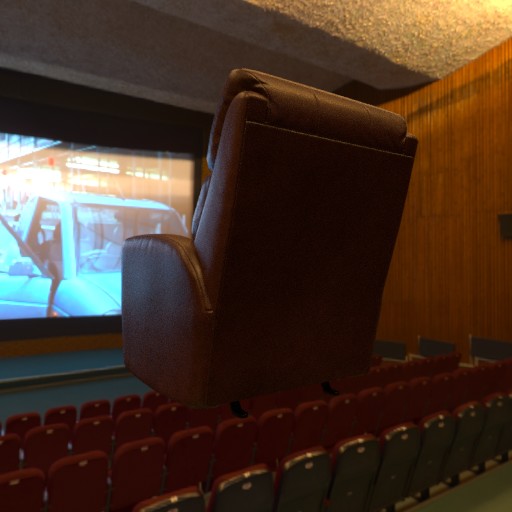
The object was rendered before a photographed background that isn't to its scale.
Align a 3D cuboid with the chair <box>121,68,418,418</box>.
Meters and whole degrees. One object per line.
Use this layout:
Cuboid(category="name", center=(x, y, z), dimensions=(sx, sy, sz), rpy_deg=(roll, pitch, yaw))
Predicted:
Cuboid(category="chair", center=(0.000, 0.000, 1.686), dimensions=(0.787, 1.016, 0.939), rpy_deg=(0, -1, -35))
